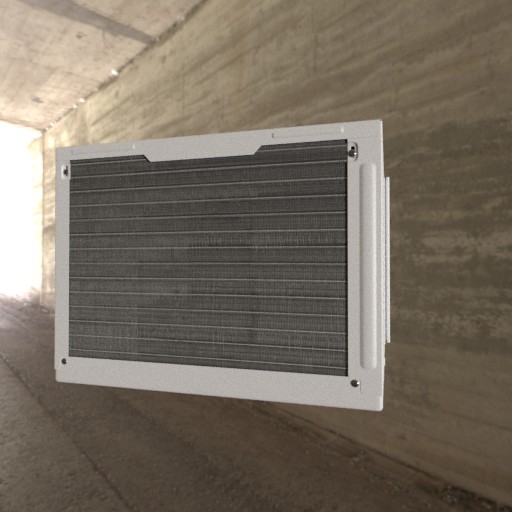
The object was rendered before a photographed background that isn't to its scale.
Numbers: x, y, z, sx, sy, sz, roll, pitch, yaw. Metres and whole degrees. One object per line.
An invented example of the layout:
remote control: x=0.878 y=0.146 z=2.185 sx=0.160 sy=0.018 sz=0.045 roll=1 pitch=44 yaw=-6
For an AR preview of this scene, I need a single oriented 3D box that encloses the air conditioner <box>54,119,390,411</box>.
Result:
air conditioner: x=0.000 y=0.000 z=0.868 sx=0.503 sy=0.388 sz=0.546 roll=0 pitch=-1 yaw=16
